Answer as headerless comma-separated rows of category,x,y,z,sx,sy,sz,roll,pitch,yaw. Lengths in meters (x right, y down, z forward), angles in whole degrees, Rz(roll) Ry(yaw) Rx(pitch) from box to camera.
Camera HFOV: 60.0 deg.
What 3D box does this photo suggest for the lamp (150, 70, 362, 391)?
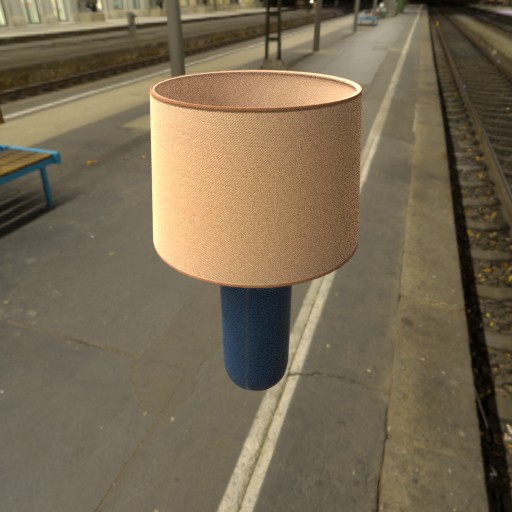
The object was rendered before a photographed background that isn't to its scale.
lamp,0.000,0.000,0.835,0.367,0.609,0.367,0,30,0
